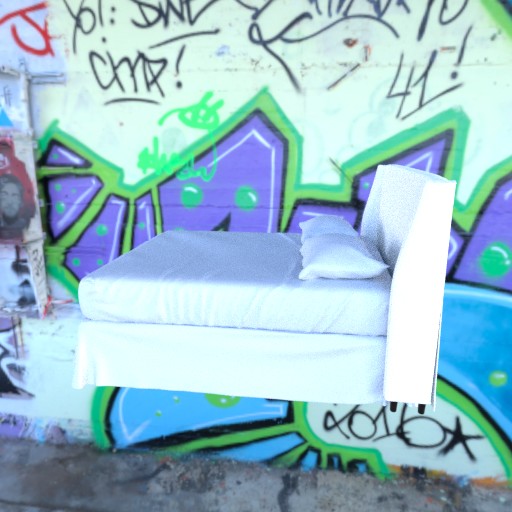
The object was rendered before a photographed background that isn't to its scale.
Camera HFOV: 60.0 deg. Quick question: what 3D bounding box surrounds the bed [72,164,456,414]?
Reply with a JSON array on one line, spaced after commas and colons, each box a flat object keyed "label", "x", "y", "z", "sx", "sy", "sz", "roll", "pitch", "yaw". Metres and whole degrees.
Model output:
[{"label": "bed", "x": 0.000, "y": 0.000, "z": 3.379, "sx": 2.276, "sy": 1.332, "sz": 1.925, "roll": 2, "pitch": 14, "yaw": 8}]
